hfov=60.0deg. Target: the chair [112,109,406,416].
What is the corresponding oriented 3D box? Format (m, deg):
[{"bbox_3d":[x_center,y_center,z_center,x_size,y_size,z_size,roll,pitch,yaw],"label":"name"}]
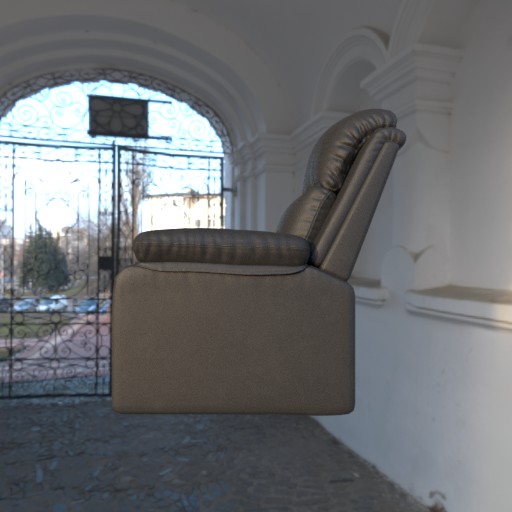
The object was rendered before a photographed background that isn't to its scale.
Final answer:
[{"bbox_3d":[0.000,0.000,1.664,0.919,0.992,0.855,0,0,0],"label":"chair"}]
